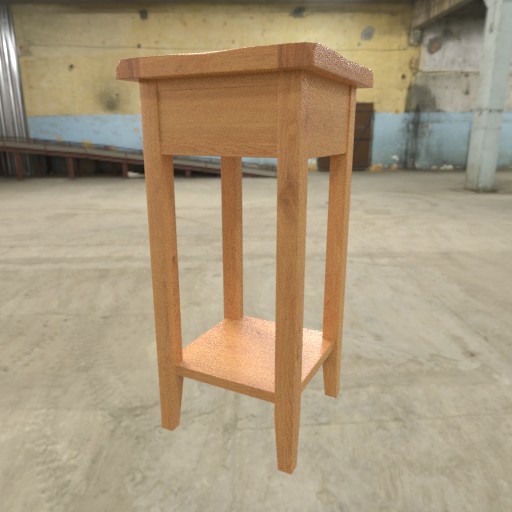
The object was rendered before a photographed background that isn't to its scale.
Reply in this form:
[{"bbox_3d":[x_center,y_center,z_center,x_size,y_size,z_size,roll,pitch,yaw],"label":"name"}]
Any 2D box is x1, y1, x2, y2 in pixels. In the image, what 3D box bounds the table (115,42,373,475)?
[{"bbox_3d":[0.000,0.000,0.931,0.360,0.740,0.360,8,17,26],"label":"table"}]
